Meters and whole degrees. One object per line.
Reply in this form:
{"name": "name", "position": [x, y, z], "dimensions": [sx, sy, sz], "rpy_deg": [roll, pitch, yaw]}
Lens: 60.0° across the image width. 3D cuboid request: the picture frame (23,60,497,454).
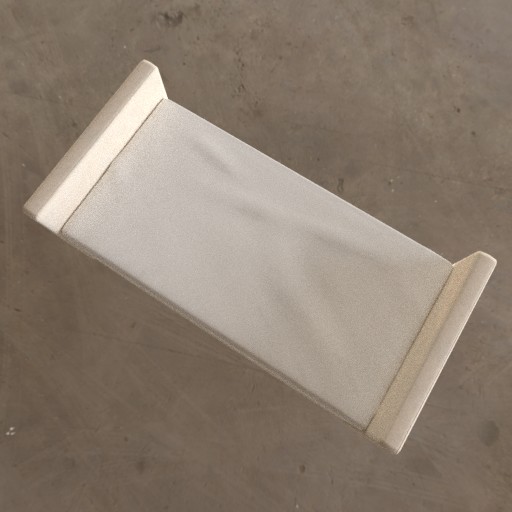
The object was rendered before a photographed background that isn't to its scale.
{"name": "picture frame", "position": [0.000, 0.000, 2.635], "dimensions": [2.161, 0.891, 1.069], "rpy_deg": [32, 78, 8]}
